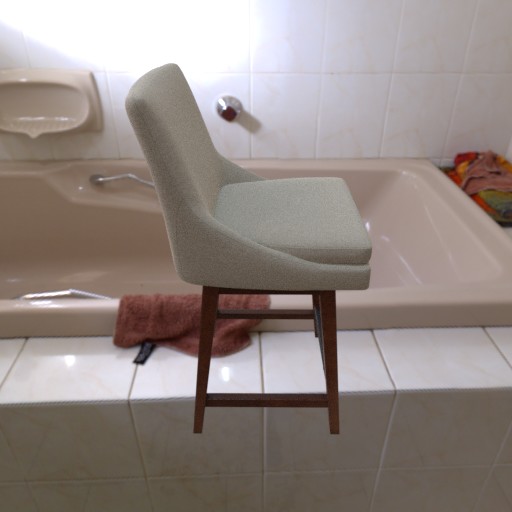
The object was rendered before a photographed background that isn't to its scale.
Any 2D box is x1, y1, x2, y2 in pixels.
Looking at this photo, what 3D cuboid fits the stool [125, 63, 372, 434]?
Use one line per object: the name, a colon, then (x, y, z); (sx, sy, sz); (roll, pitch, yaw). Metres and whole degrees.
stool: (0.000, 0.000, 1.292); (0.559, 0.991, 0.469); (0, 32, 0)
